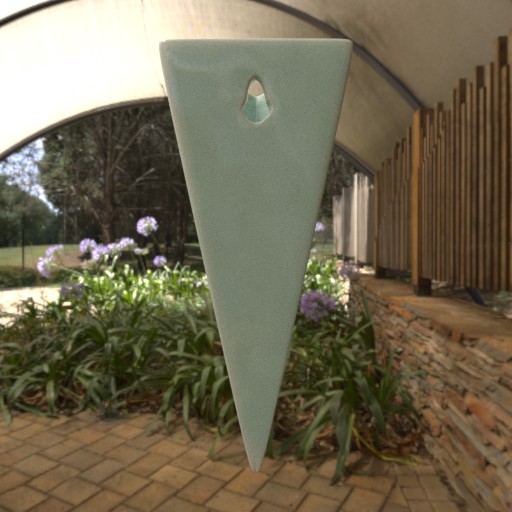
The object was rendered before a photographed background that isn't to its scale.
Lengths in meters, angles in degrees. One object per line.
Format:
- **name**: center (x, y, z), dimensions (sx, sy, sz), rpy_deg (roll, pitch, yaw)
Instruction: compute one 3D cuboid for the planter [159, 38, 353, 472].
- **planter**: center (0.000, 0.000, 0.212), dimensions (0.080, 0.178, 0.064), rpy_deg (0, 1, 0)
